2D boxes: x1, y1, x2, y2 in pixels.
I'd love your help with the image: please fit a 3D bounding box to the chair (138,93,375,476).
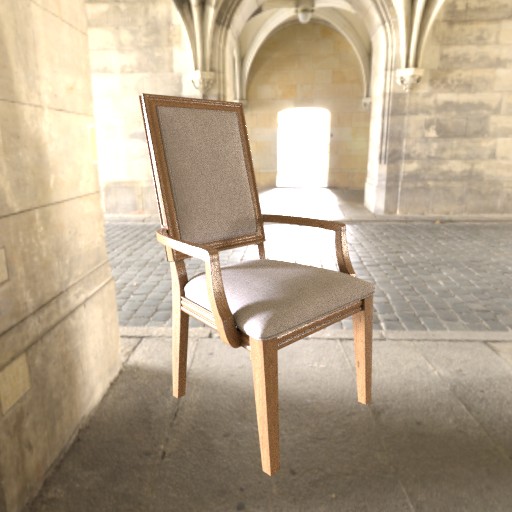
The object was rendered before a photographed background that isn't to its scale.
[{"bbox_3d":[0.000,0.000,1.411,0.602,0.990,0.606,13,19,43],"label":"chair"}]
